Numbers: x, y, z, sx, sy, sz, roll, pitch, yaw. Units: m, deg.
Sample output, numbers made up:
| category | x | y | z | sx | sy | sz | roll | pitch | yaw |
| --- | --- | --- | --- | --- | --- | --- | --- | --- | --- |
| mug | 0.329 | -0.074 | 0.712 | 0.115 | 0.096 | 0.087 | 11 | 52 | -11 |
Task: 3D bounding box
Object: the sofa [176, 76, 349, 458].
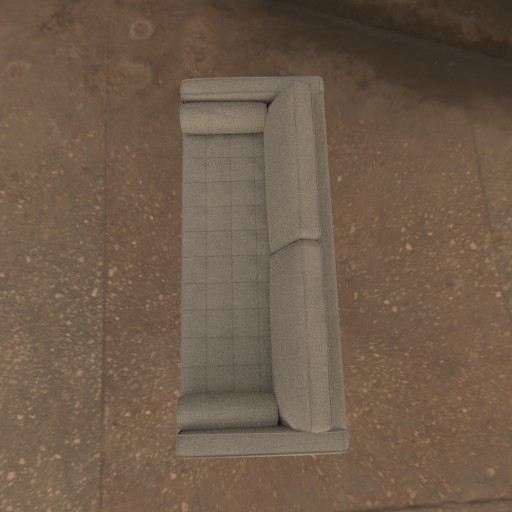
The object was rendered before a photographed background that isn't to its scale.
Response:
| category | x | y | z | sx | sy | sz | roll | pitch | yaw |
| --- | --- | --- | --- | --- | --- | --- | --- | --- | --- |
| sofa | 0.000 | 0.000 | 2.685 | 0.914 | 0.762 | 2.211 | -2 | 77 | 0 |
